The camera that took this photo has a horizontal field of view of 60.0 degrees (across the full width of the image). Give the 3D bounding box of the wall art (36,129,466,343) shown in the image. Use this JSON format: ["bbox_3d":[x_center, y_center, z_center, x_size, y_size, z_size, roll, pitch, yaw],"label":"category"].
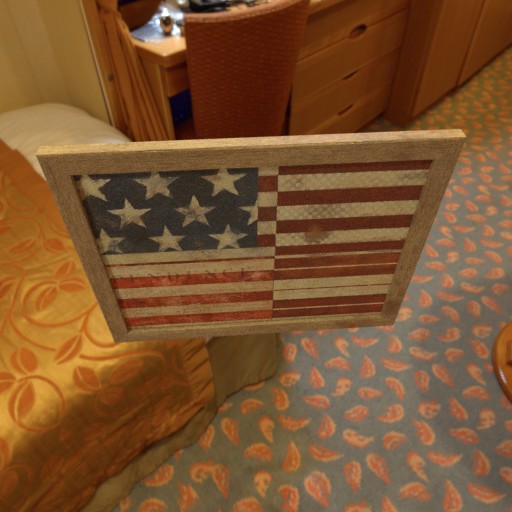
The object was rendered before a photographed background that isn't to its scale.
[{"bbox_3d":[0.000,0.000,0.909,0.690,0.535,0.026,-3,46,-3],"label":"wall art"}]
